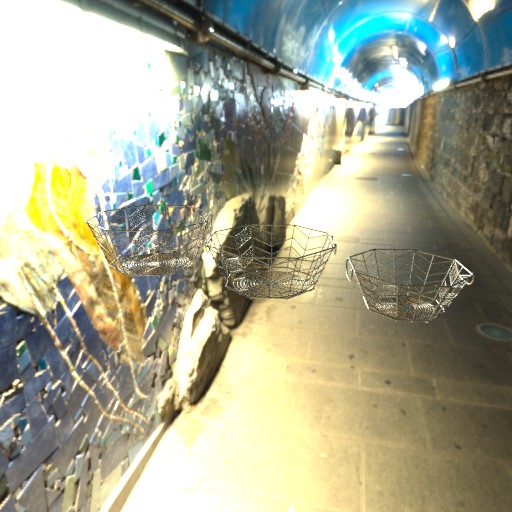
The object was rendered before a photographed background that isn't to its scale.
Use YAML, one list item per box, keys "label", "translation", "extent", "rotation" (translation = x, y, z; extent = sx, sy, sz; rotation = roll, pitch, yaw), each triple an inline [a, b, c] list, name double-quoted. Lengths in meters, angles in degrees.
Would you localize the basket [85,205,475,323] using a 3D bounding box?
- label: "basket"
  translation: [0.000, 0.000, 1.403]
  extent: [1.246, 0.178, 0.432]
  rotation: [8, 20, 25]
